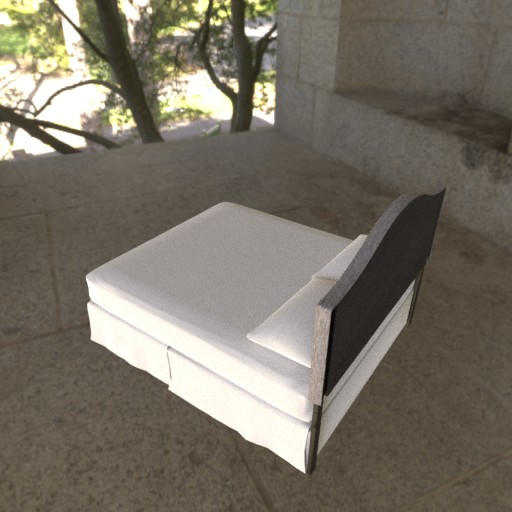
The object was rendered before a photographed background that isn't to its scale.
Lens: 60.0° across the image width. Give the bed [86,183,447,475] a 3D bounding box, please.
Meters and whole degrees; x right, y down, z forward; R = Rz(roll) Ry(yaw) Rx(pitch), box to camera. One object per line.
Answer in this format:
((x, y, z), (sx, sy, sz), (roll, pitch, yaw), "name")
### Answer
((0.000, 0.000, 2.991), (1.870, 1.295, 1.610), (21, 37, 30), "bed")
